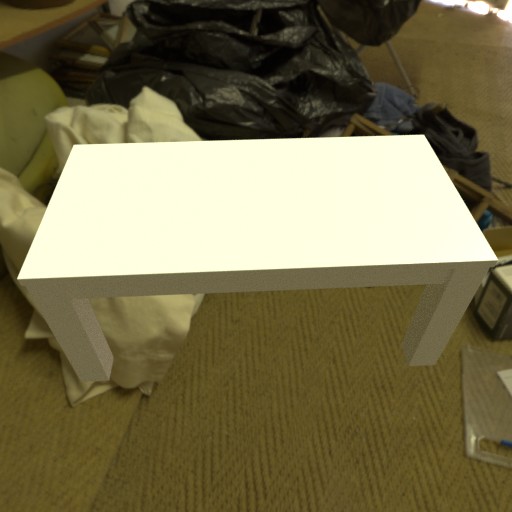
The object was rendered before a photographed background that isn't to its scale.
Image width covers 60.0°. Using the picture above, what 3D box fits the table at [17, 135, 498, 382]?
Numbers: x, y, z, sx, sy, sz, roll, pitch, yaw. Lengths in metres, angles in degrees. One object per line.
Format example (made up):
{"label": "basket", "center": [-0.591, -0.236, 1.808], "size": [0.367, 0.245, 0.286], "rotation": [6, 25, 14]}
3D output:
{"label": "table", "center": [0.000, 0.000, 2.249], "size": [1.800, 0.790, 0.900], "rotation": [-2, 46, -2]}
